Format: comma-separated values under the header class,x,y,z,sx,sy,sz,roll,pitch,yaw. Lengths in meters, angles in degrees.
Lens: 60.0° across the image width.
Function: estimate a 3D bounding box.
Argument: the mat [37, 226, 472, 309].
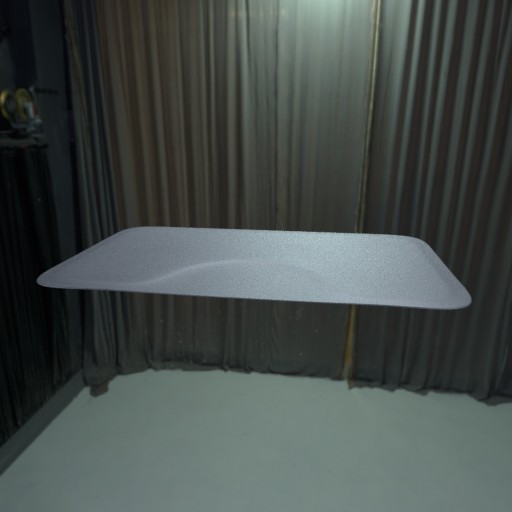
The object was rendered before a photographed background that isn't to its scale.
class,x,y,z,sx,sy,sz,roll,pitch,yaw
mat,0.000,0.000,1.870,1.524,0.013,0.918,2,17,8
